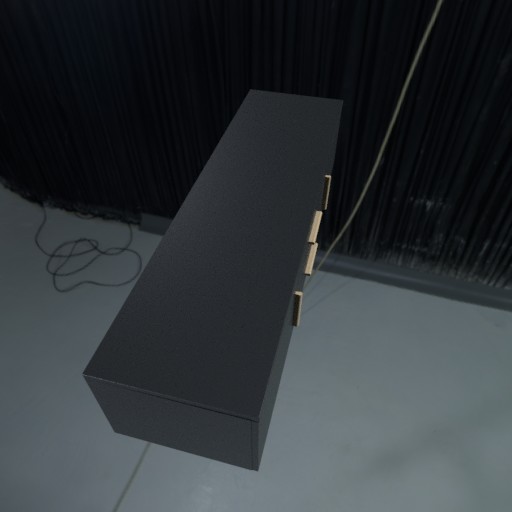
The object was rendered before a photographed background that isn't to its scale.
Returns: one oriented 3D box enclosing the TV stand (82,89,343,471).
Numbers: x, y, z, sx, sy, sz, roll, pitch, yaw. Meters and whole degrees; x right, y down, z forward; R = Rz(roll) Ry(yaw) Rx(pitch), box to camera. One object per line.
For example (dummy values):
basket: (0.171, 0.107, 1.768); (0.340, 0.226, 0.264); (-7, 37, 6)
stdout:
TV stand: (0.000, 0.000, 1.496); (0.390, 0.518, 1.312); (11, 47, 10)
